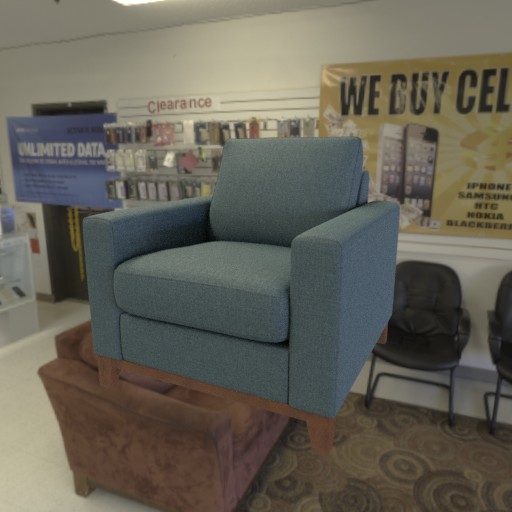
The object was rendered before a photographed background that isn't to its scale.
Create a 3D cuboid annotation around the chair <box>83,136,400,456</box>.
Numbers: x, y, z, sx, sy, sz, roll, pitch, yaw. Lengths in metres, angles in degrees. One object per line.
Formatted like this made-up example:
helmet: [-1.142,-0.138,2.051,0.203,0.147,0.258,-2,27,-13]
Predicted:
chair: [0.000,0.000,1.921,1.024,1.010,1.038,7,15,26]
